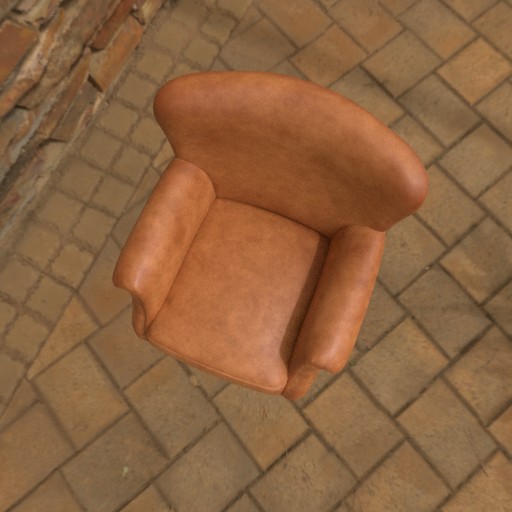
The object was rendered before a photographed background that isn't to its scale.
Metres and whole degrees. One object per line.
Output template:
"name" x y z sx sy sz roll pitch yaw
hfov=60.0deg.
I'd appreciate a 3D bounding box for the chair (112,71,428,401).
"chair" 0.000 0.000 1.652 0.861 0.936 0.921 21 76 5
